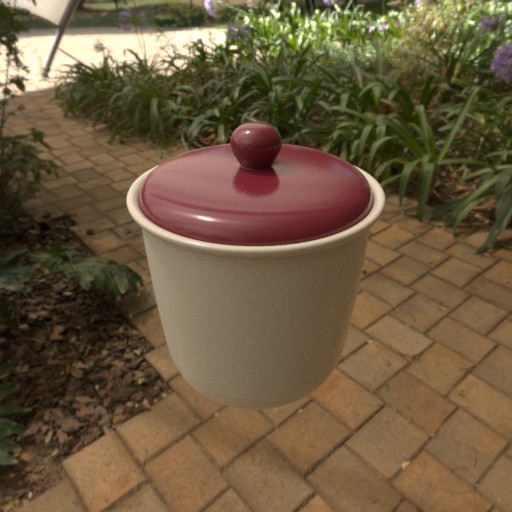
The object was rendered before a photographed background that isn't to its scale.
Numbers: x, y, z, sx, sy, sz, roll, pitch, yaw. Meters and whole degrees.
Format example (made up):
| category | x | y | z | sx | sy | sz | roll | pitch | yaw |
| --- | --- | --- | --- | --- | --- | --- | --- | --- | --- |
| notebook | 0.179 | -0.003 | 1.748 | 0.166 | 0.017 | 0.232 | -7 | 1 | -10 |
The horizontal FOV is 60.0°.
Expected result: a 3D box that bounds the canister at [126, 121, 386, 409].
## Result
| category | x | y | z | sx | sy | sz | roll | pitch | yaw |
| --- | --- | --- | --- | --- | --- | --- | --- | --- | --- |
| canister | 0.000 | 0.000 | 0.350 | 0.182 | 0.208 | 0.182 | 0 | 31 | 0 |
